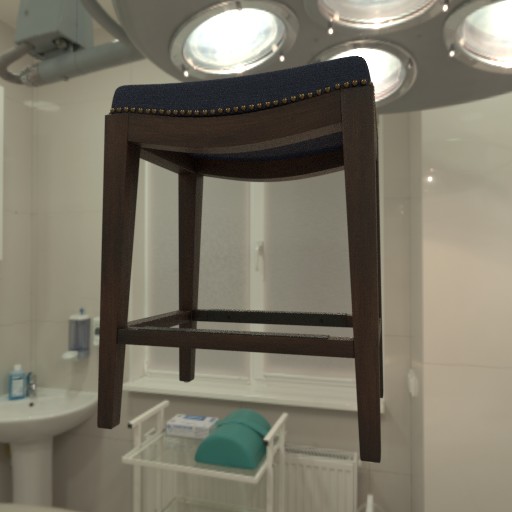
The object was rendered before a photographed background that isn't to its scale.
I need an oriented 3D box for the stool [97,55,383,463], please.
[{"bbox_3d":[0.000,0.000,0.916,0.500,0.642,0.361,0,-1,17],"label":"stool"}]
